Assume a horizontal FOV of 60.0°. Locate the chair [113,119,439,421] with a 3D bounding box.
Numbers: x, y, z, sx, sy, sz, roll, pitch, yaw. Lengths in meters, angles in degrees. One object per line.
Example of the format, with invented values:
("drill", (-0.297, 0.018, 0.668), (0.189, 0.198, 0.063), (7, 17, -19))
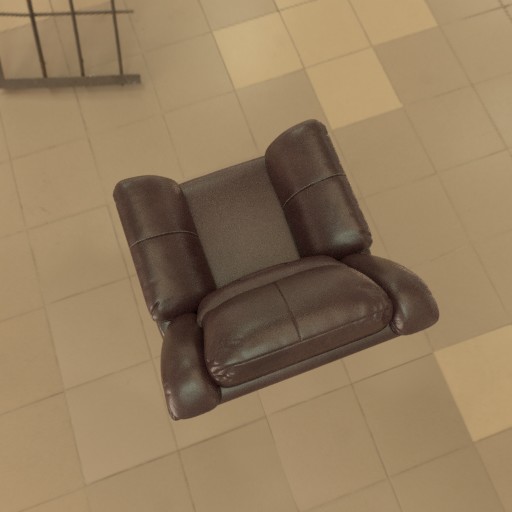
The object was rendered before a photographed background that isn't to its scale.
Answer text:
("chair", (0.000, 0.000, 1.901), (0.990, 1.093, 1.041), (-19, 75, -5))
